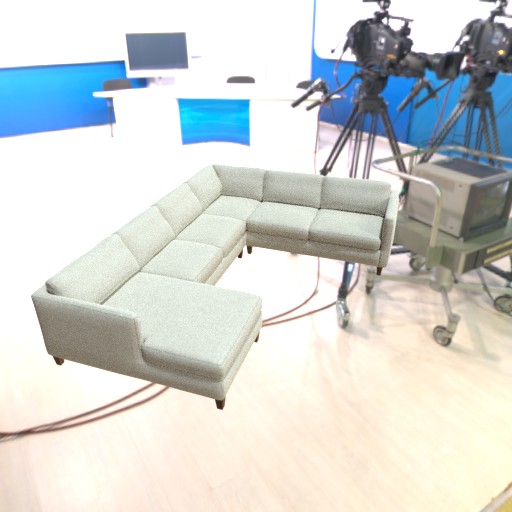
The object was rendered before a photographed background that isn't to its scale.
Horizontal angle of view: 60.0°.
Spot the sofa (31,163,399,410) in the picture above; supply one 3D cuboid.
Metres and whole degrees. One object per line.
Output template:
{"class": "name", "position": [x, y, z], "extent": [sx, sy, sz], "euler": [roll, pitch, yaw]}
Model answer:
{"class": "sofa", "position": [0.000, 0.000, 4.422], "extent": [2.551, 0.853, 3.238], "euler": [9, 31, 16]}
